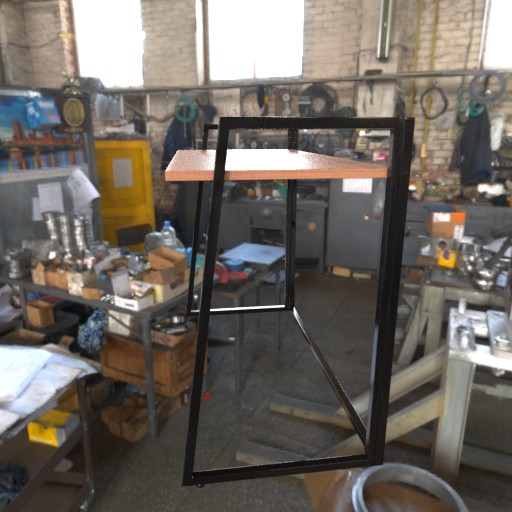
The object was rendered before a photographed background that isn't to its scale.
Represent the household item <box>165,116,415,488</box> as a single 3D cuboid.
[{"bbox_3d":[0.000,0.000,1.484,0.510,0.860,1.050,-2,16,-8],"label":"household item"}]
